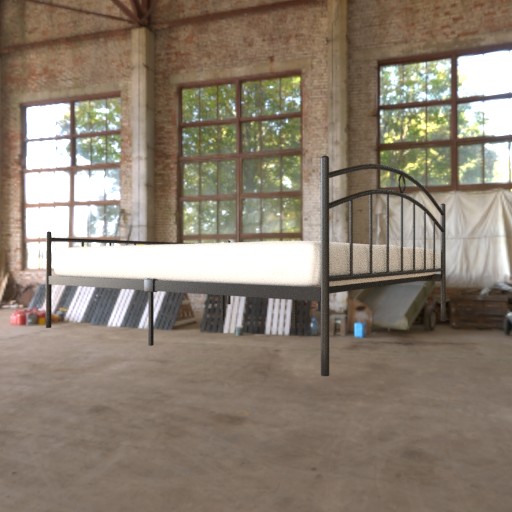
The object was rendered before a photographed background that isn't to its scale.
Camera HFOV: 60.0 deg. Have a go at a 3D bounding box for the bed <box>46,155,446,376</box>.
[{"bbox_3d":[0.000,0.000,3.055,2.040,0.940,1.880,0,0,36],"label":"bed"}]
